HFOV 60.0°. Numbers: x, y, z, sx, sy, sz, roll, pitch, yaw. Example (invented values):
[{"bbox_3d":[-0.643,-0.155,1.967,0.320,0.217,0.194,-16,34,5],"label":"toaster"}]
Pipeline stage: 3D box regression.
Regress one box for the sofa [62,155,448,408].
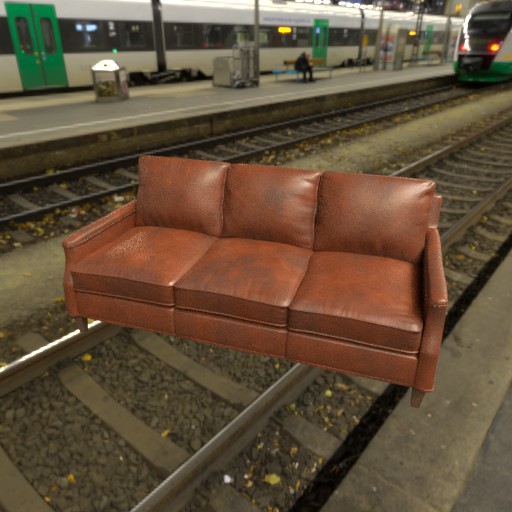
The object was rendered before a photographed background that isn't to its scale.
[{"bbox_3d":[0.000,0.000,2.842,2.240,1.003,1.084,8,27,17],"label":"sofa"}]
